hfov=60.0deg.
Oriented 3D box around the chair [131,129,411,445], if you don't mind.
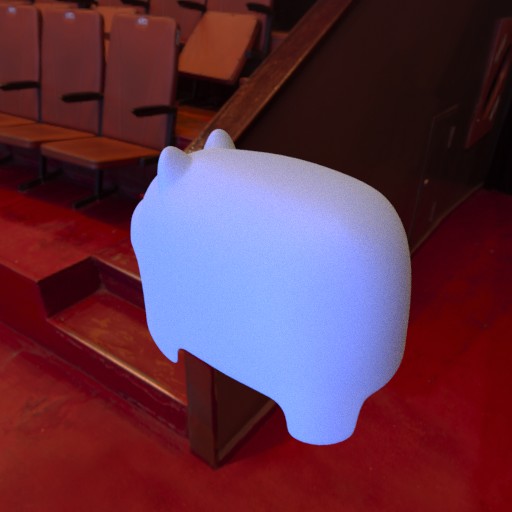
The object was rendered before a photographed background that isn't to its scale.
[{"bbox_3d":[0.000,0.000,0.877,0.619,0.423,0.364,20,37,29],"label":"chair"}]
